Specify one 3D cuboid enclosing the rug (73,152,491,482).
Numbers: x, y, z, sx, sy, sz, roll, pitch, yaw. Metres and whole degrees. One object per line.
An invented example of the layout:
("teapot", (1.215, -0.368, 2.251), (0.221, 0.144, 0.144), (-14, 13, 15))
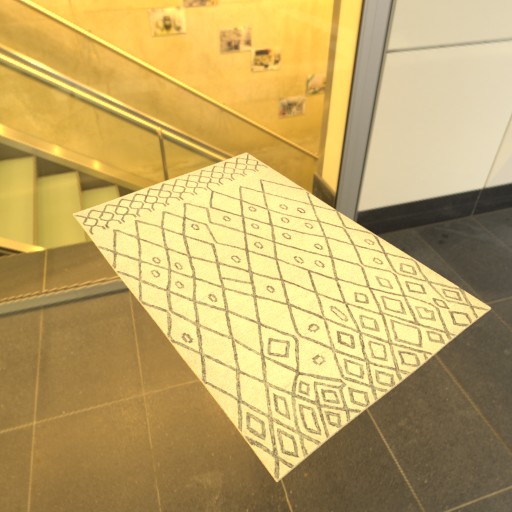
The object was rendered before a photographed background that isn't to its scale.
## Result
("rug", (0.000, 0.000, 2.227), (1.222, 0.015, 1.828), (-26, 47, -27))
